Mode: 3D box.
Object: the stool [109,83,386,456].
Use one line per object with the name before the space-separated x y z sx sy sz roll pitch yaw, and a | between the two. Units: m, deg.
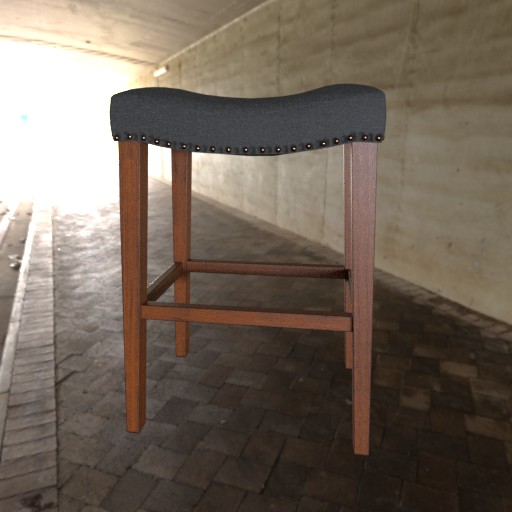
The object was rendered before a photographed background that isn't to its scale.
stool | 0.000 0.000 0.862 0.439 0.612 0.320 2 16 8
